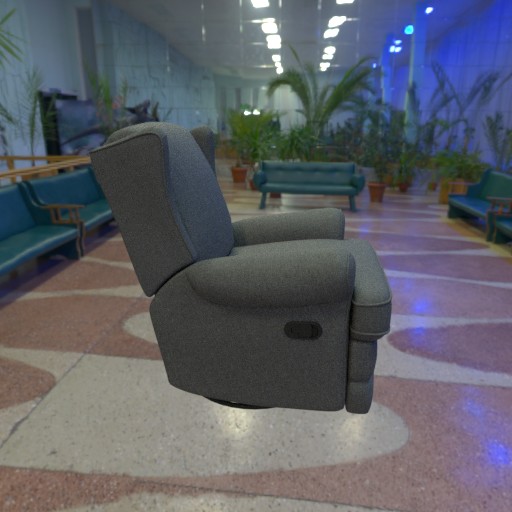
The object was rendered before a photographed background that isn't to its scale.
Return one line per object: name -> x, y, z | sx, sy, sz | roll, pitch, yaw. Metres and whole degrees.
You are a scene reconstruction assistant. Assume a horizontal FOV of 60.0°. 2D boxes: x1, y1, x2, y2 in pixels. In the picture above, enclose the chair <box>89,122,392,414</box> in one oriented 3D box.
chair -> 0.000, 0.000, 1.746 | 0.969, 1.011, 0.847 | 2, 17, 8
